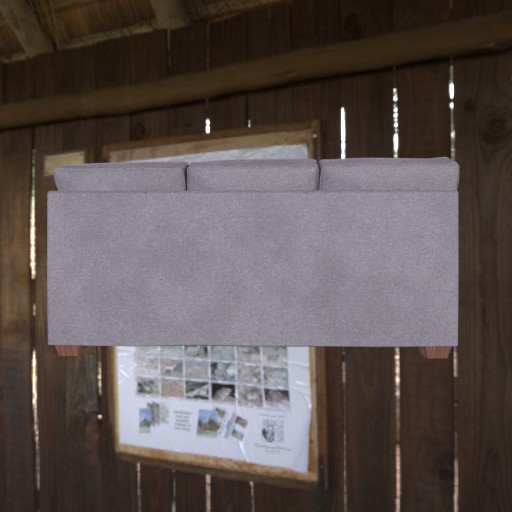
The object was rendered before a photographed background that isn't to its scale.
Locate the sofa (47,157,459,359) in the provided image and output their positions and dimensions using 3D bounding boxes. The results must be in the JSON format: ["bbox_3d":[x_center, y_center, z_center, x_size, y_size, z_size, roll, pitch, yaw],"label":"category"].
[{"bbox_3d":[0.000,0.000,2.554,1.962,0.973,1.027,0,-1,1],"label":"sofa"}]
